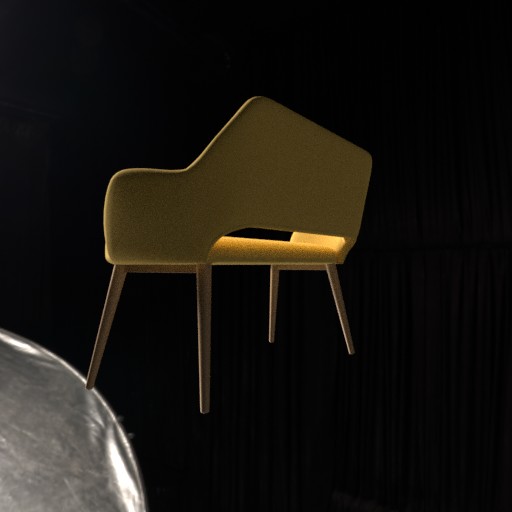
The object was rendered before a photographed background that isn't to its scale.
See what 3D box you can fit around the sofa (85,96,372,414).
[{"bbox_3d":[0.000,0.000,1.637,0.610,0.840,1.150,-1,-1,36],"label":"sofa"}]
